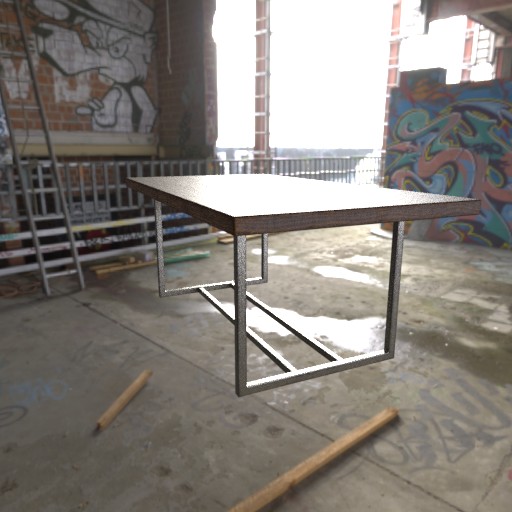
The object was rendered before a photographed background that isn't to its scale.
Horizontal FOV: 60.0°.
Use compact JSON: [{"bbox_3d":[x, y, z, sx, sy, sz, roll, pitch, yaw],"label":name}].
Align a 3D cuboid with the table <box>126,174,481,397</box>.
[{"bbox_3d":[0.000,0.000,2.529,1.078,0.795,1.989,-6,15,-24],"label":"table"}]
